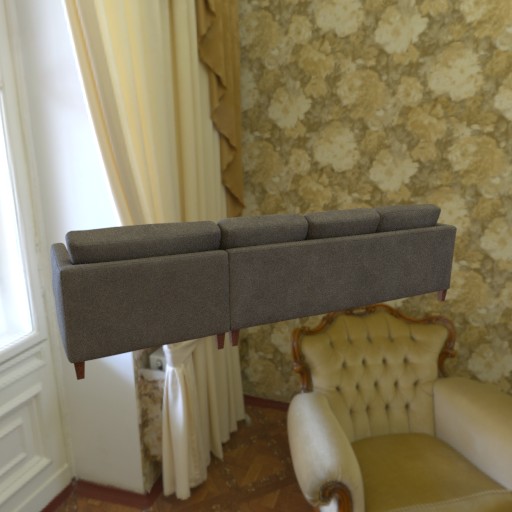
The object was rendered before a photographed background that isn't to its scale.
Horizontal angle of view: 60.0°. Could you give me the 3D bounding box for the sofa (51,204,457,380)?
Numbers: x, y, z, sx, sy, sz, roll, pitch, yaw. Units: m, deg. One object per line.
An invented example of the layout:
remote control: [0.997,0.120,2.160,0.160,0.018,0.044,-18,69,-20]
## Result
sofa: [0.000,0.000,4.121,3.471,0.950,1.604,-7,15,-26]
